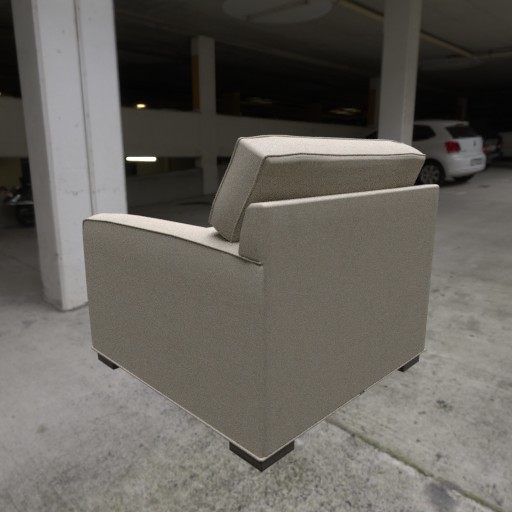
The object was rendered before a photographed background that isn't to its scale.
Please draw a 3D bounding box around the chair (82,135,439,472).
[{"bbox_3d":[0.000,0.000,1.803,0.998,0.913,1.043,-13,18,-43],"label":"chair"}]
